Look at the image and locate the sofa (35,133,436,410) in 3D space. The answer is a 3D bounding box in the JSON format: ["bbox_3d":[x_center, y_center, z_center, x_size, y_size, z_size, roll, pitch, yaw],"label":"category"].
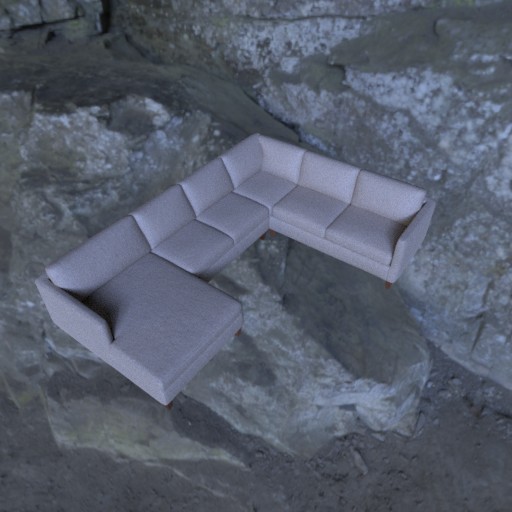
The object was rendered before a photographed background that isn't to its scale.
[{"bbox_3d":[0.000,0.000,4.607,2.551,0.889,3.403,26,48,26],"label":"sofa"}]
